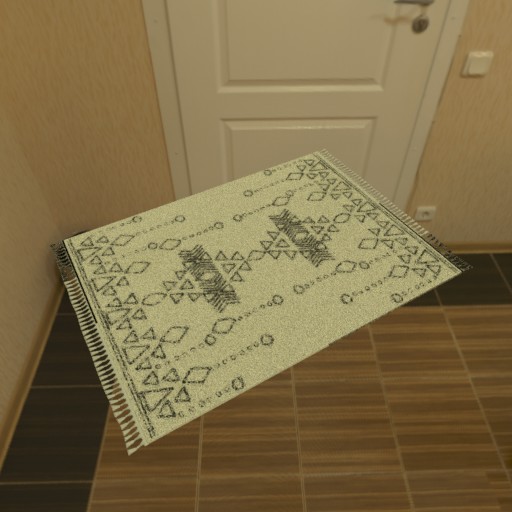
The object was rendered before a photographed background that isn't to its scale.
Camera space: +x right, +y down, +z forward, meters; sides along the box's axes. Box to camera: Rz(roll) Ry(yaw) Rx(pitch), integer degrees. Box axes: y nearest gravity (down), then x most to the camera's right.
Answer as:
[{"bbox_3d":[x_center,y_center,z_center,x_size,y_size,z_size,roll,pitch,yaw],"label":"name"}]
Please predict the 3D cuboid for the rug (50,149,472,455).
[{"bbox_3d":[0.000,0.000,2.935,2.312,0.013,1.600,-23,51,-21],"label":"rug"}]
